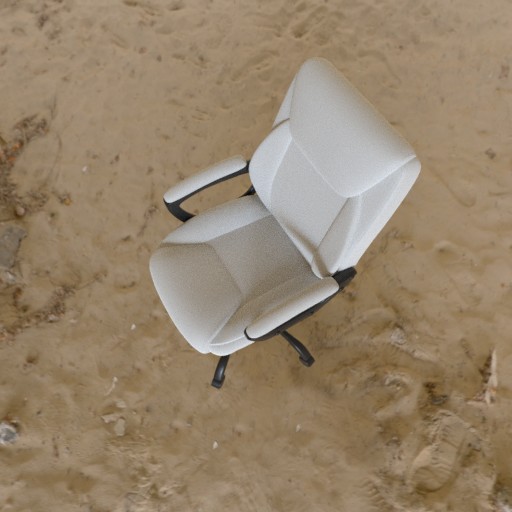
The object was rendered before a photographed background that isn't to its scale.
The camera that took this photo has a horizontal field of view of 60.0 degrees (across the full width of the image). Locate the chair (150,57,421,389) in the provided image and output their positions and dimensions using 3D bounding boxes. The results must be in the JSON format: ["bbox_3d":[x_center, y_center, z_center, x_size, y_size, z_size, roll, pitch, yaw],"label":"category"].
[{"bbox_3d":[0.000,0.000,1.458,0.669,1.065,0.663,-29,67,-13],"label":"chair"}]
